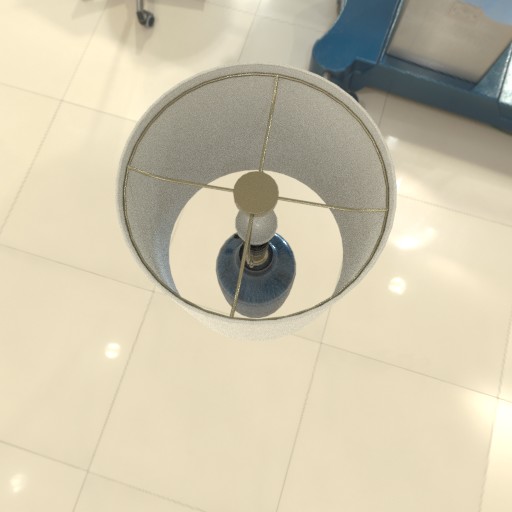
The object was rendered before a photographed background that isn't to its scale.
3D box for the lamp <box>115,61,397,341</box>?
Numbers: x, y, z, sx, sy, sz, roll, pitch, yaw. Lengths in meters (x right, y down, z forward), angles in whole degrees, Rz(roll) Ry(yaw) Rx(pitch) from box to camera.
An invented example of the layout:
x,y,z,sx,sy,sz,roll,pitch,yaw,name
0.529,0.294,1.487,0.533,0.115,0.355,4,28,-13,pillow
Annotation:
x,y,z,sx,sy,sz,roll,pitch,yaw,name
0.000,0.000,0.577,0.220,0.475,0.220,23,77,6,lamp
